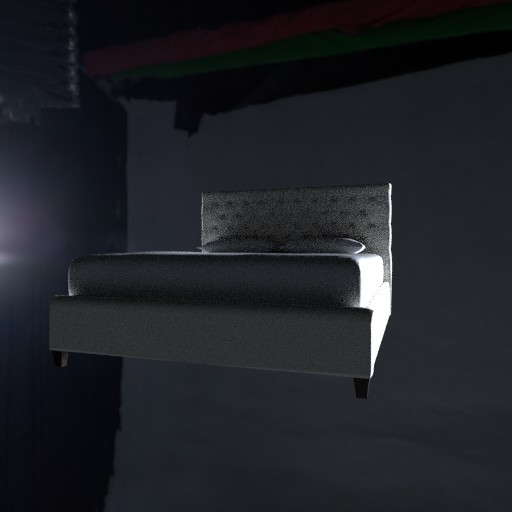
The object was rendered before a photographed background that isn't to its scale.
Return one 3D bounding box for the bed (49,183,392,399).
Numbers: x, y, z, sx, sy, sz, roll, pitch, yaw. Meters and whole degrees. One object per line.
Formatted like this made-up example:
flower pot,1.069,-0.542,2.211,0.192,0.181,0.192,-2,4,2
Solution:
bed,0.000,0.000,3.668,2.078,1.427,2.387,0,1,19
